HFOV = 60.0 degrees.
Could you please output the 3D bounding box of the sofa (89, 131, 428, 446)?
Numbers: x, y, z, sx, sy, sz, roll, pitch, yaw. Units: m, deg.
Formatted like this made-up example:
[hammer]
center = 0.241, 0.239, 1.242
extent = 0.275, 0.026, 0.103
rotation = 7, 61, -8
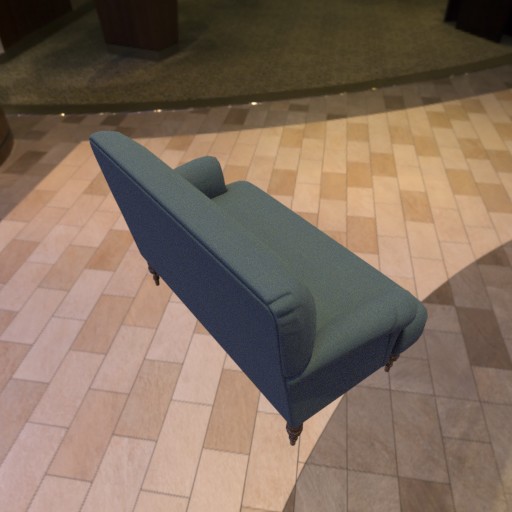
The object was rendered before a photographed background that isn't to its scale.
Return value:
[sofa]
center = 0.000, 0.000, 1.824
extent = 0.779, 0.889, 1.297
rotation = -26, 47, -27
